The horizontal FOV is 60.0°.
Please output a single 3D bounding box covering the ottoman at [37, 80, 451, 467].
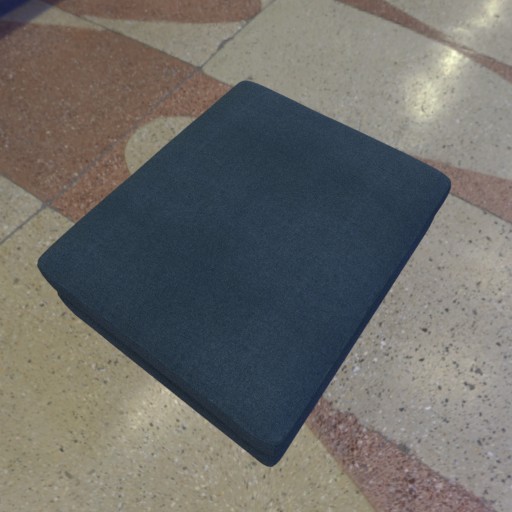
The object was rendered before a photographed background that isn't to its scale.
[{"bbox_3d":[0.000,0.000,1.225,0.693,0.474,0.821,32,64,18],"label":"ottoman"}]
